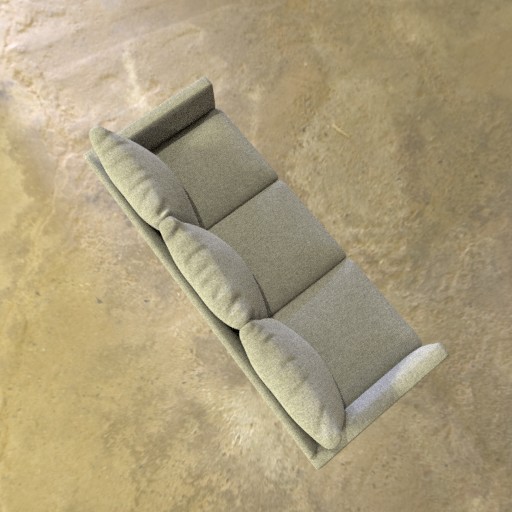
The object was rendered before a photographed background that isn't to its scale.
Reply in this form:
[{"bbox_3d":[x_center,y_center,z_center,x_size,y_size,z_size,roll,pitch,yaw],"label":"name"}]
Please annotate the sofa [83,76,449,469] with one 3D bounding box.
[{"bbox_3d":[0.000,0.000,2.416,0.850,0.830,2.000,-37,77,-10],"label":"sofa"}]
